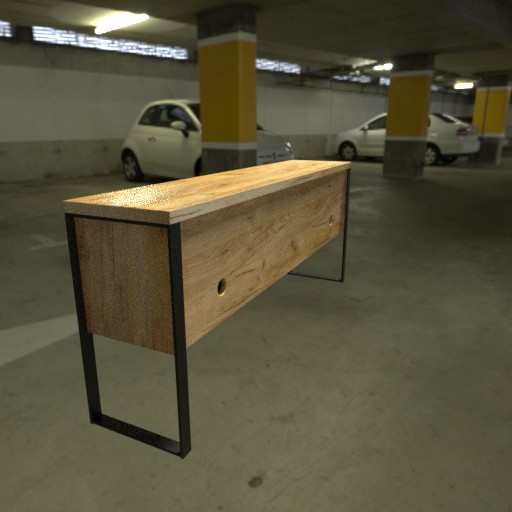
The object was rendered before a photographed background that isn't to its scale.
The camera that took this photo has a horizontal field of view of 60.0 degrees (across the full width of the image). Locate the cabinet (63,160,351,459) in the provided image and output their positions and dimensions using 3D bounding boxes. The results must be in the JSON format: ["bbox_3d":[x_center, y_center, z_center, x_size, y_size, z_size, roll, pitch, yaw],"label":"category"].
[{"bbox_3d":[0.000,0.000,2.097,0.395,0.762,1.800,8,18,25],"label":"cabinet"}]
